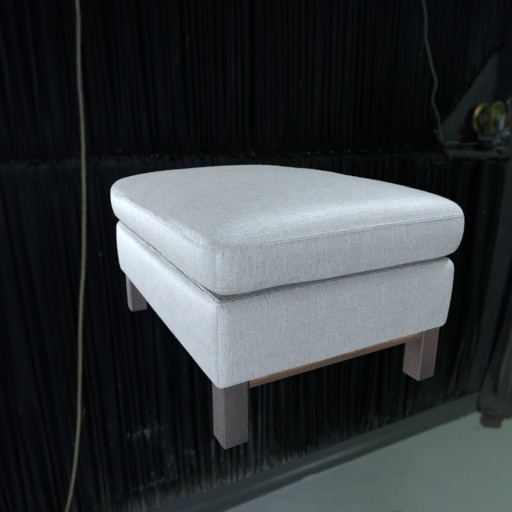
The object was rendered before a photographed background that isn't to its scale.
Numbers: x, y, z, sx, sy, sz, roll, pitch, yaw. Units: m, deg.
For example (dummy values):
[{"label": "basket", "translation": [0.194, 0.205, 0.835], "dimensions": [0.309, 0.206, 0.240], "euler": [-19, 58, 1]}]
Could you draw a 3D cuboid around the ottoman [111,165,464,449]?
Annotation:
[{"label": "ottoman", "translation": [0.000, 0.000, 1.028], "dimensions": [0.528, 0.404, 0.735], "euler": [-8, 18, -27]}]
